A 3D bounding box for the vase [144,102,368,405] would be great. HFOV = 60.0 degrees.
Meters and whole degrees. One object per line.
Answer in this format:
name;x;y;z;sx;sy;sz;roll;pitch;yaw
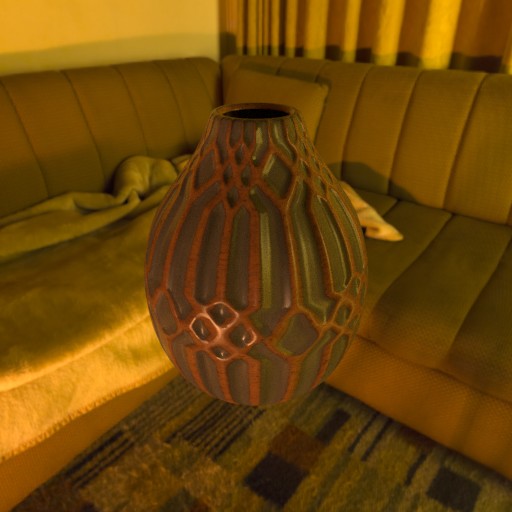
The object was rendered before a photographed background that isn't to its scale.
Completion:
vase;0.000;0.000;0.138;0.069;0.088;0.069;0;29;0
